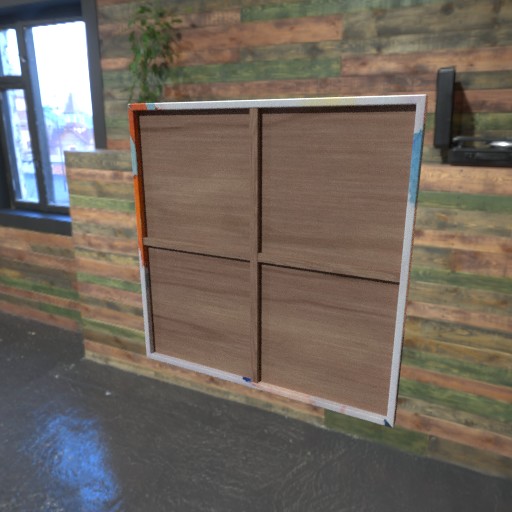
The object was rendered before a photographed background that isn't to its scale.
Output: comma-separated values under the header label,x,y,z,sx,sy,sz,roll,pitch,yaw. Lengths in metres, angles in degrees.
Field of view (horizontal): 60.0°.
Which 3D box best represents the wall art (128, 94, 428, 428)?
label,x,y,z,sx,sy,sz,roll,pitch,yaw
wall art,0.000,0.000,1.532,1.017,1.017,0.044,8,18,26
